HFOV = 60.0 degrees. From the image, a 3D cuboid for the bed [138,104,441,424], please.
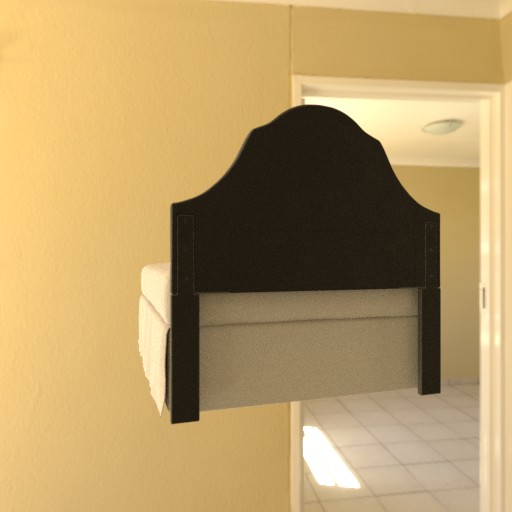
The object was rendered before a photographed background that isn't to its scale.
[{"bbox_3d":[0.000,0.000,3.321,1.636,1.575,2.155,0,0,-18],"label":"bed"}]
